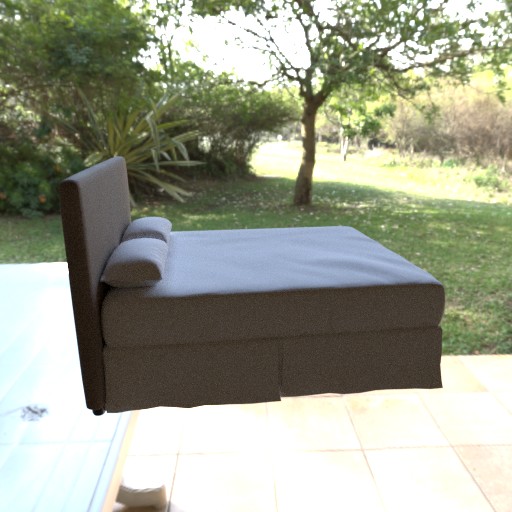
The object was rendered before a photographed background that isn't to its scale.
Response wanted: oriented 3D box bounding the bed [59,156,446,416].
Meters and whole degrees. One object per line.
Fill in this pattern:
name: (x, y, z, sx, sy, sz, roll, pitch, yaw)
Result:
bed: (0.000, 0.000, 3.181, 2.142, 1.330, 1.723, -2, 17, -8)
